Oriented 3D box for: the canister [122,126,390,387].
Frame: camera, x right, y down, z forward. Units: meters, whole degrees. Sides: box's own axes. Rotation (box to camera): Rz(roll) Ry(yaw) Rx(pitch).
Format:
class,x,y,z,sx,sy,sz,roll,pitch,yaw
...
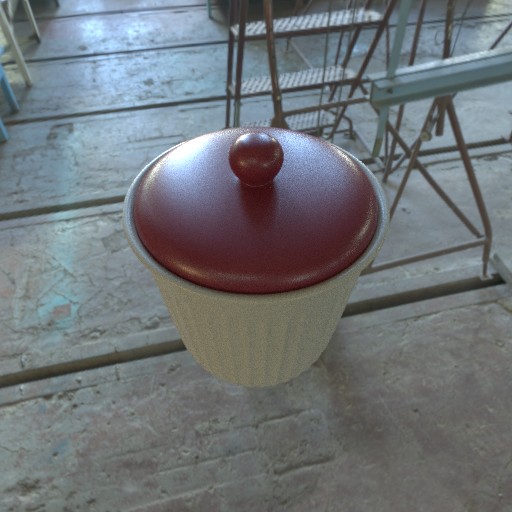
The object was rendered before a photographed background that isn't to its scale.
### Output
class,x,y,z,sx,sy,sz,roll,pitch,yaw
canister,0.000,0.000,0.348,0.181,0.211,0.181,0,47,0
